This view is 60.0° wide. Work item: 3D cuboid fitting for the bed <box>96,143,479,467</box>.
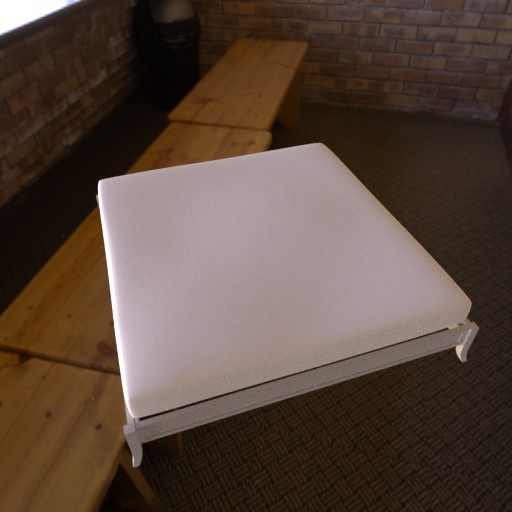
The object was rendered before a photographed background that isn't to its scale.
[{"bbox_3d":[0.000,0.000,3.046,2.007,0.510,2.108,-13,43,-14],"label":"bed"}]
